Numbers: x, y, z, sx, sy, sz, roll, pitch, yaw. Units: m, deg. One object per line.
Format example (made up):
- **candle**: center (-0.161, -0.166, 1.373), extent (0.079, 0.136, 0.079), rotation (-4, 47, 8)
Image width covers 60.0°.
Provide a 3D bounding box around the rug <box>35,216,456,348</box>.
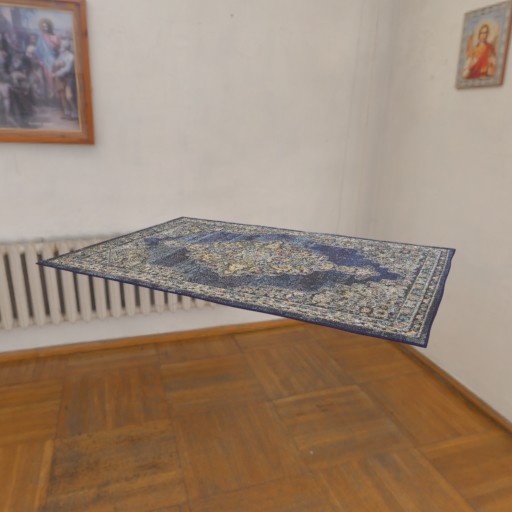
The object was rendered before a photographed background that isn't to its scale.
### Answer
- **rug**: center (0.000, 0.000, 2.236), extent (1.781, 0.012, 1.184), rotation (9, 19, 26)
